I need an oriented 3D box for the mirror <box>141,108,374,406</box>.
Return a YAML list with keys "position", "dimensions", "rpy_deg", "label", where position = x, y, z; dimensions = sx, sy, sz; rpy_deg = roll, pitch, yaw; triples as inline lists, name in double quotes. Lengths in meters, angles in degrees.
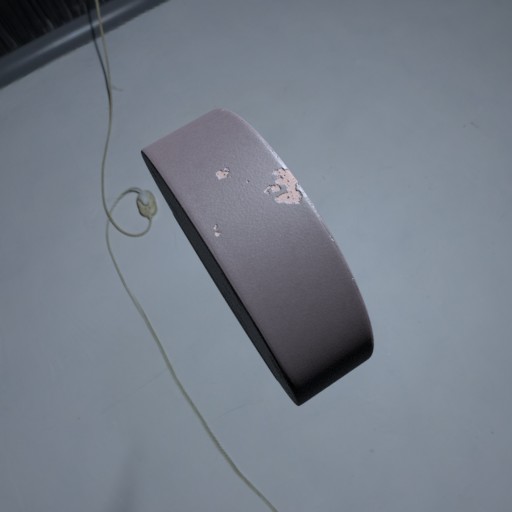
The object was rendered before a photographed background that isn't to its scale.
- position: [0.000, 0.000, 0.606]
  dimensions: [0.126, 0.386, 0.386]
  rpy_deg: [-32, 77, -8]
  label: "mirror"
